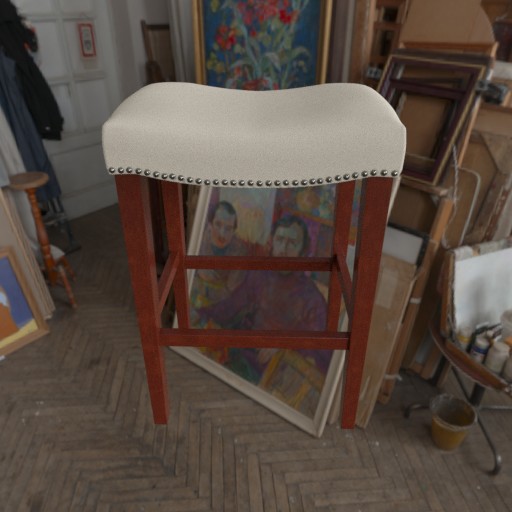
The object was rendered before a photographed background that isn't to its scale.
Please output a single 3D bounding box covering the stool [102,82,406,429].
[{"bbox_3d":[0.000,0.000,1.036,0.504,0.742,0.372,1,30,2],"label":"stool"}]
